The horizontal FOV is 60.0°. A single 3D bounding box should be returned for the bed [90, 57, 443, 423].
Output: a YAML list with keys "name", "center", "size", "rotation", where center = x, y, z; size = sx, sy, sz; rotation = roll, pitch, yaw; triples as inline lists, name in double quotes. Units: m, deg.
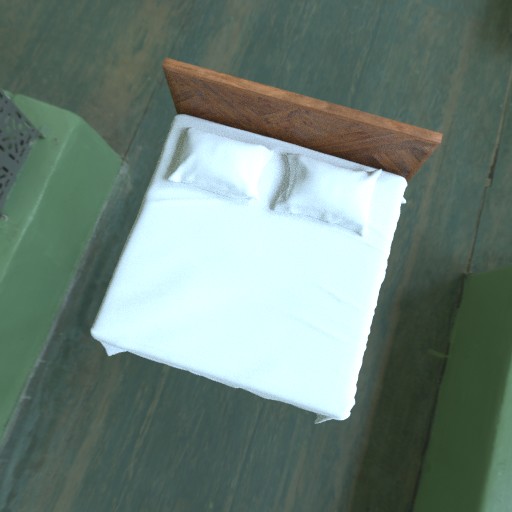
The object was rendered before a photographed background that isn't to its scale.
- name: "bed"
  center: [0.000, 0.000, 3.413]
  size: [2.255, 1.158, 2.165]
  rotation: [17, 77, 4]
